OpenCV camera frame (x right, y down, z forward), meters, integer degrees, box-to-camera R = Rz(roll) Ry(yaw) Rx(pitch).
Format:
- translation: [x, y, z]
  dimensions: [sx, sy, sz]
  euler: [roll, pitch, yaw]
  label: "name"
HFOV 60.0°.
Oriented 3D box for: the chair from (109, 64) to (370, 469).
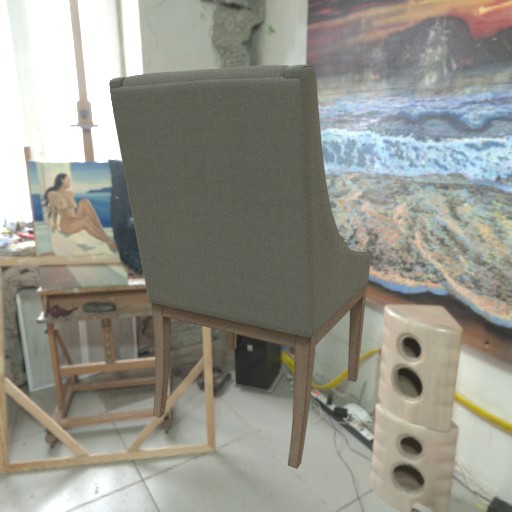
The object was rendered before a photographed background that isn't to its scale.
- translation: [0.000, 0.000, 1.381]
  dimensions: [0.575, 1.021, 0.611]
  euler: [8, 18, 27]
  label: "chair"
